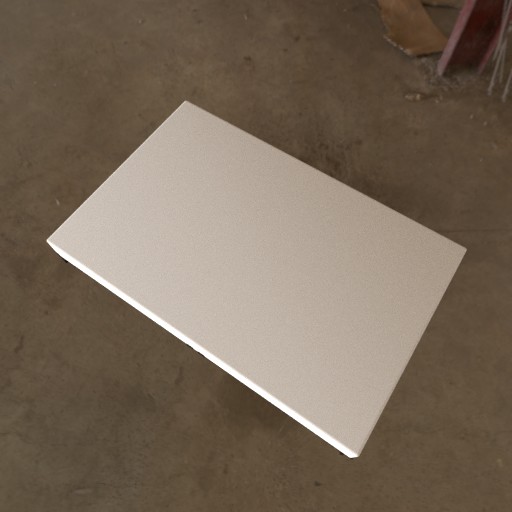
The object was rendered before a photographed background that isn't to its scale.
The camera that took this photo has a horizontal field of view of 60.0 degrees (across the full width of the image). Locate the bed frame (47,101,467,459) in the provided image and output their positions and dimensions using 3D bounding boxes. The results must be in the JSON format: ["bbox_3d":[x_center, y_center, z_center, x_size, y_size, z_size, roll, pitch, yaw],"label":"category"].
[{"bbox_3d":[0.000,0.000,3.903,2.987,0.440,1.930,31,68,14],"label":"bed frame"}]
